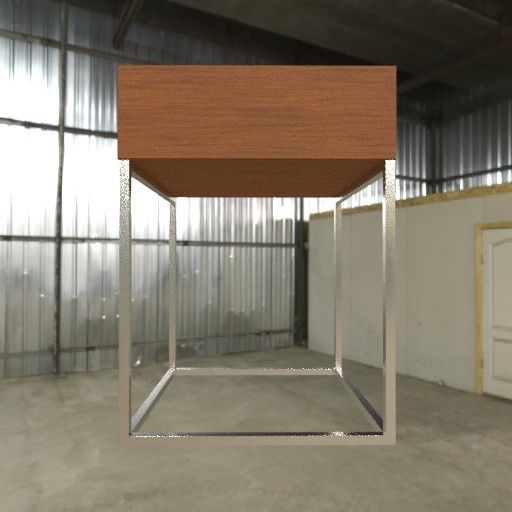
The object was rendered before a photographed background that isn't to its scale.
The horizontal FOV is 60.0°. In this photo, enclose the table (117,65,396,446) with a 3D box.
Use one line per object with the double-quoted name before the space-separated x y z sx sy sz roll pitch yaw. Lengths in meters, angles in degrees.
"table" 0.000 0.000 0.827 0.397 0.540 0.398 0 0 -1
